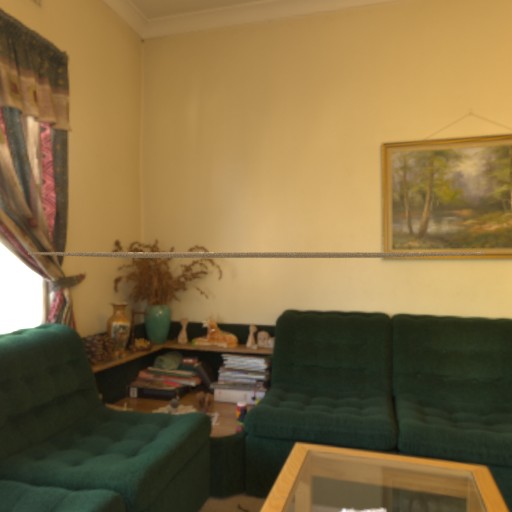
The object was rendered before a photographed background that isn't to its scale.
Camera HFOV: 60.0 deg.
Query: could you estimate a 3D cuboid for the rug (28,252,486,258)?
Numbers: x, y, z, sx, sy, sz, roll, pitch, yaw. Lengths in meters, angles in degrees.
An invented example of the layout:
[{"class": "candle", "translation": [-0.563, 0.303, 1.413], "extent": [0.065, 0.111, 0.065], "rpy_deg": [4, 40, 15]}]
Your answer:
[{"class": "rug", "translation": [0.000, 0.000, 3.941], "extent": [2.895, 0.018, 2.288], "rpy_deg": [0, -1, -1]}]
